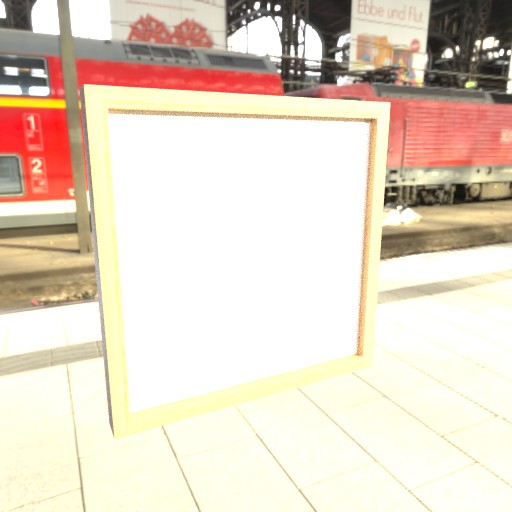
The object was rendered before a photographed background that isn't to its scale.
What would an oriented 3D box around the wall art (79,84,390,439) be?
[{"bbox_3d":[0.000,0.000,0.446,0.303,0.303,0.028,-7,15,-26],"label":"wall art"}]
